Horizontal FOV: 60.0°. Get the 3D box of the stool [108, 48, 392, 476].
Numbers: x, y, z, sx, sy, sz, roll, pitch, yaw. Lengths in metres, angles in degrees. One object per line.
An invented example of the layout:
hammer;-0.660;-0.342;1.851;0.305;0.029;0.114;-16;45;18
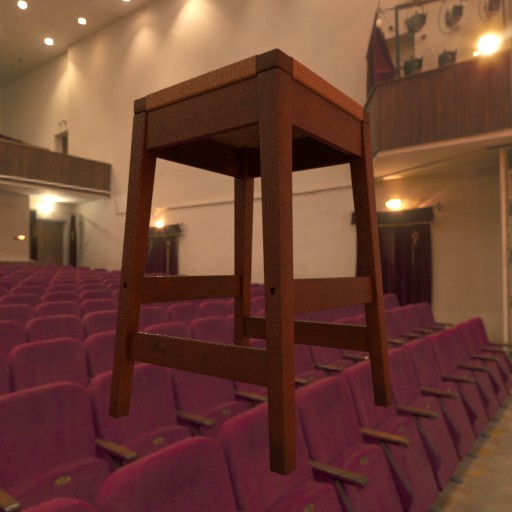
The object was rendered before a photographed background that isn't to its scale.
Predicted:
stool;0.000;0.000;1.108;0.507;0.762;0.497;-1;-2;37
